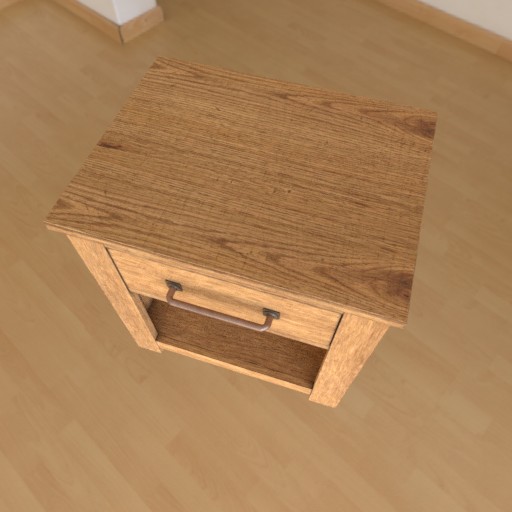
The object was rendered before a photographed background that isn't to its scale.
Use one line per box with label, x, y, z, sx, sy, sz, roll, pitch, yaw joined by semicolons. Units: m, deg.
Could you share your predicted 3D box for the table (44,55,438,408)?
table;0.000;0.000;1.065;0.601;0.625;0.494;15;60;9
